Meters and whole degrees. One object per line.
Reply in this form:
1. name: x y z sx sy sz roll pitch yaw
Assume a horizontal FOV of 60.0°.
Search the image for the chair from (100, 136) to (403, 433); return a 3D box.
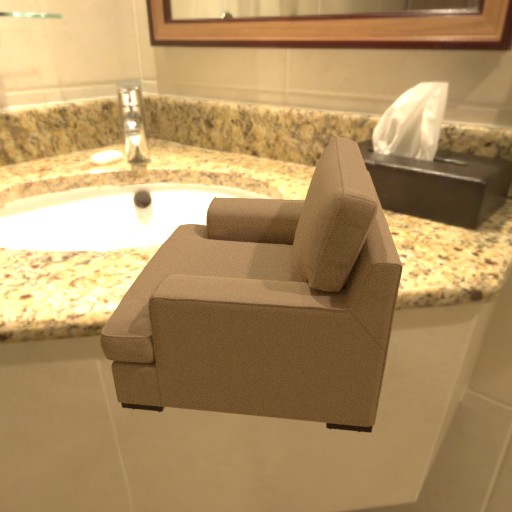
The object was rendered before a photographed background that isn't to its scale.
1. chair: 0.000 0.000 2.176 1.274 1.005 1.293 0 27 0
